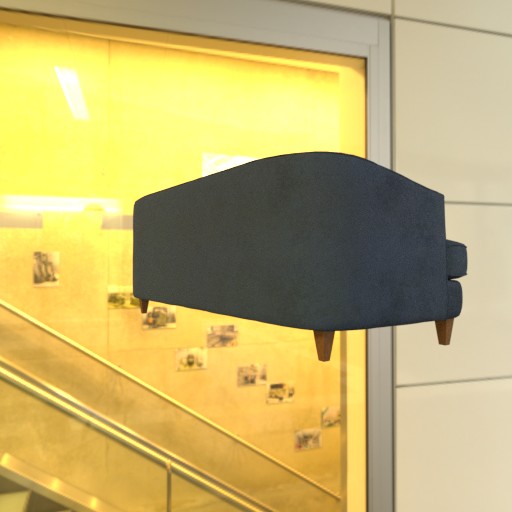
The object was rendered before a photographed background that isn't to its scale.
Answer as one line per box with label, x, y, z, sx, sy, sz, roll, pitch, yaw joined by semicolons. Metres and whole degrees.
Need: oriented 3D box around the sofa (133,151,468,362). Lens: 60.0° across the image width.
sofa;0.000;0.000;2.767;0.941;0.855;2.278;0;-1;-35
